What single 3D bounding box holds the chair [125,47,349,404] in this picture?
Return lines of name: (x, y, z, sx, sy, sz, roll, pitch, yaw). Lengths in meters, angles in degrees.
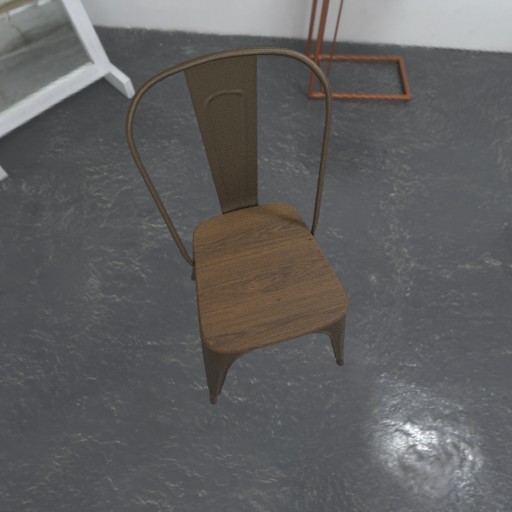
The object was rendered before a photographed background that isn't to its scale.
chair: (0.000, 0.000, 1.158, 0.451, 0.844, 0.532, -15, 65, -7)
